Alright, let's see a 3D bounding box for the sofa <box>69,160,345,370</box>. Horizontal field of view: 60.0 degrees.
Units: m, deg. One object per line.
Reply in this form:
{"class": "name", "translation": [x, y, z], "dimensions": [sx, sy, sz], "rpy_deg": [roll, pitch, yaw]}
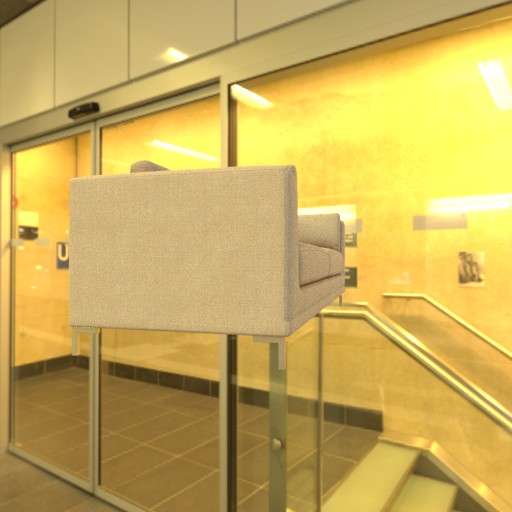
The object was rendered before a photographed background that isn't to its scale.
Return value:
{"class": "sofa", "translation": [0.000, 0.000, 2.904], "dimensions": [0.969, 0.867, 2.415], "rpy_deg": [0, -1, 16]}
